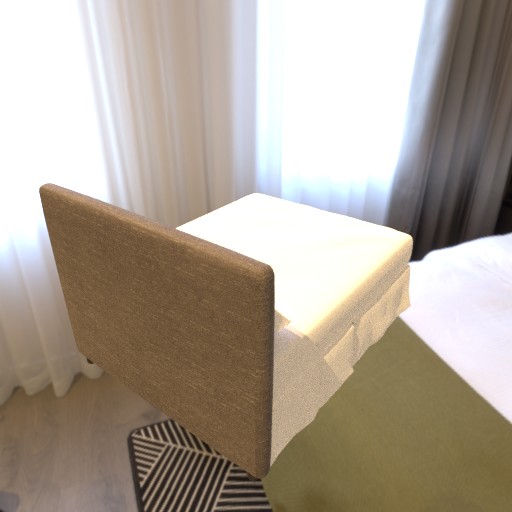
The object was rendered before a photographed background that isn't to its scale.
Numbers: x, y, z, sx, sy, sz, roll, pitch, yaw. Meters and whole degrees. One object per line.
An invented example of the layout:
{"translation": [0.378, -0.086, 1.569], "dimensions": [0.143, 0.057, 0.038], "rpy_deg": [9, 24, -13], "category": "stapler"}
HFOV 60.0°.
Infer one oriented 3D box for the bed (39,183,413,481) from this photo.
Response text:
{"translation": [0.000, 0.000, 3.175], "dimensions": [1.723, 1.330, 2.142], "rpy_deg": [20, 35, 33], "category": "bed"}
